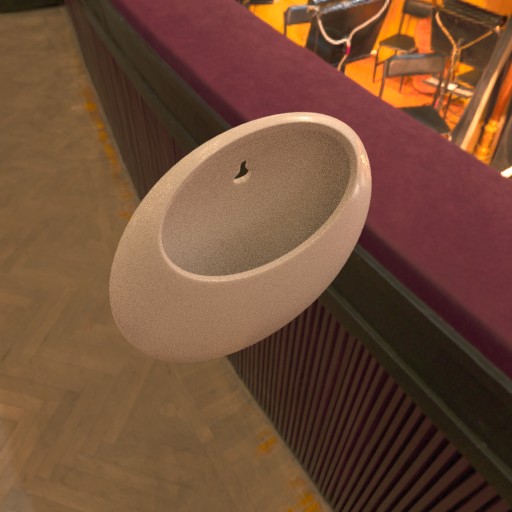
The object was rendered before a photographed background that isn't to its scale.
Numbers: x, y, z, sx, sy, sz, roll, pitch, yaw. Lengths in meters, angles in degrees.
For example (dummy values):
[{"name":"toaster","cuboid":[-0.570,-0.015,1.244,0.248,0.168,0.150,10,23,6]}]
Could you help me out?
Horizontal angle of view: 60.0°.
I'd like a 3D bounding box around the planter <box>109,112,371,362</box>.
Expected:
[{"name":"planter","cuboid":[0.000,0.000,0.280,0.185,0.188,0.043,-25,51,-21]}]
